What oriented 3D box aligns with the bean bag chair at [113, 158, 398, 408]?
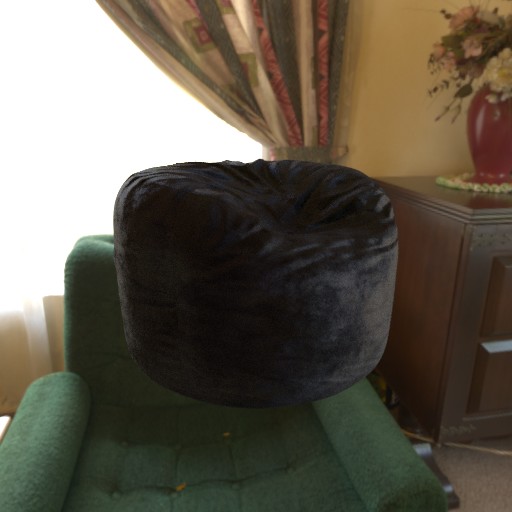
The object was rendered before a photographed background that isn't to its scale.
[{"bbox_3d":[0.000,0.000,1.505,0.918,0.616,0.918,0,17,0],"label":"bean bag chair"}]
